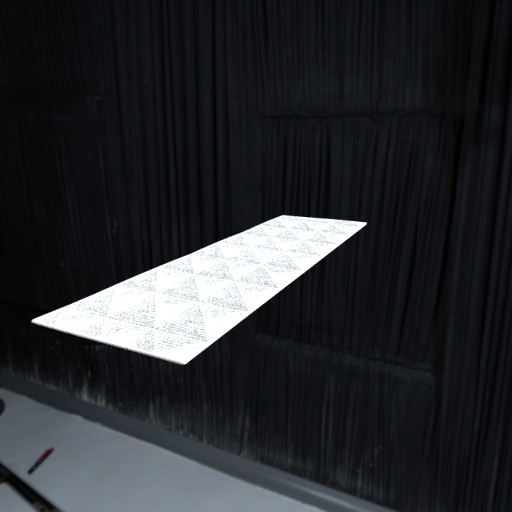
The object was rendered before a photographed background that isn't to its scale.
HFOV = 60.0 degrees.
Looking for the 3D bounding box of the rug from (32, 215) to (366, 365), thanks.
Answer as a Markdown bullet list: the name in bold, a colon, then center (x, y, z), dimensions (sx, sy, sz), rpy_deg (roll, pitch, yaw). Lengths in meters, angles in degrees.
- **rug**: center (0.000, 0.000, 2.327), dimensions (0.645, 0.015, 2.182), rpy_deg (8, 18, 26)
